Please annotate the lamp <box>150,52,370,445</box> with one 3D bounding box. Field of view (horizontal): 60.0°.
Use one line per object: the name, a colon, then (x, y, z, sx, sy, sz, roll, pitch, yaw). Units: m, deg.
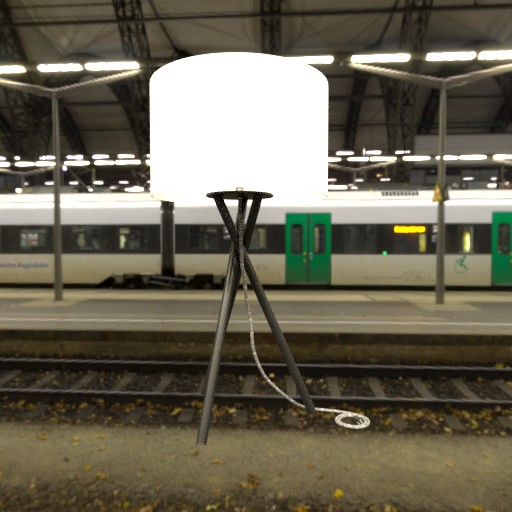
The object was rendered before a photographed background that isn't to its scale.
lamp: (0.000, 0.000, 0.918, 0.422, 0.674, 0.353, -1, 2, -17)
